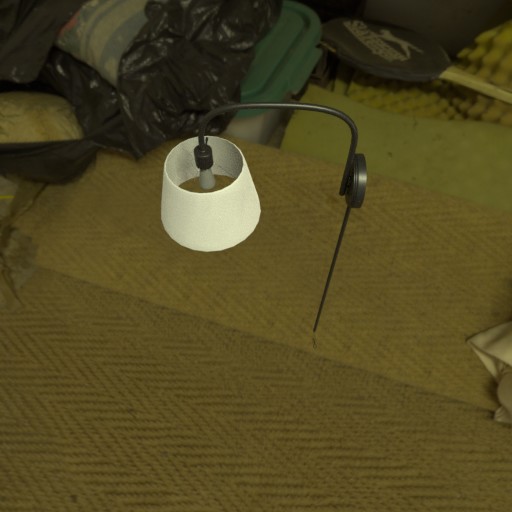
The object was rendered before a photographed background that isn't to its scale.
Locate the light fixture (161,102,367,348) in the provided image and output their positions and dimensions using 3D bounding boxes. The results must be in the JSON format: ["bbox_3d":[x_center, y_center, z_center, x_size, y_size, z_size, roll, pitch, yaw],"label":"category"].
[{"bbox_3d":[0.000,0.000,0.477,0.176,0.399,0.092,1,58,1],"label":"light fixture"}]
